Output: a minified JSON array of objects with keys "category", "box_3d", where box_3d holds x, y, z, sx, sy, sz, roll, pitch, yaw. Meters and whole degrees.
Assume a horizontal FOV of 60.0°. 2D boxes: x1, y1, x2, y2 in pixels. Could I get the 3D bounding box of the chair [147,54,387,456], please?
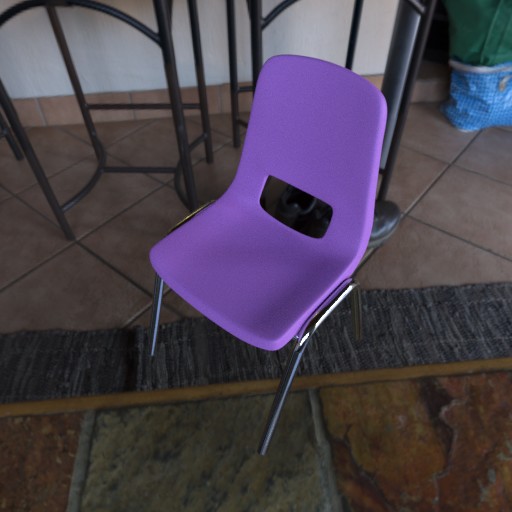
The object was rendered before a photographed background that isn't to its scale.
[{"category":"chair","box_3d":[0.000,0.000,0.671,0.291,0.493,0.301,32,54,27]}]
